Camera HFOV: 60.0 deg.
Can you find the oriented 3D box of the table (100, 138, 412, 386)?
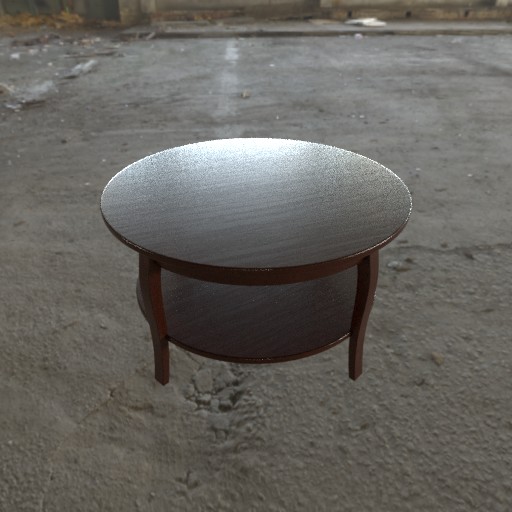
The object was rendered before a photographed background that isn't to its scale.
[{"bbox_3d":[0.000,0.000,1.485,0.911,0.512,0.911,0,33,0],"label":"table"}]
